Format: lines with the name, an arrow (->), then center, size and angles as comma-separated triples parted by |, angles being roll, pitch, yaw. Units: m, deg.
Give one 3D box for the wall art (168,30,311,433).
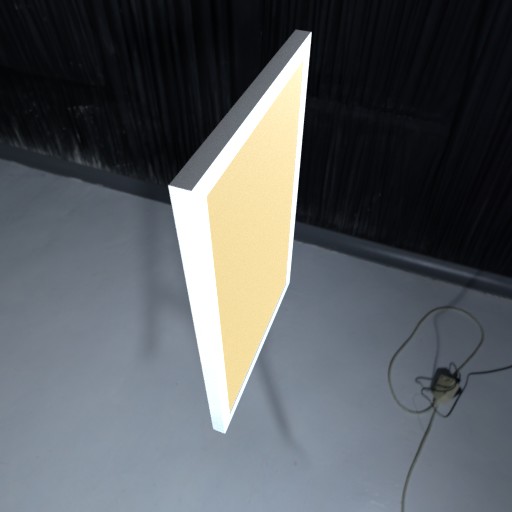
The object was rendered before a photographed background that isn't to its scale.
wall art -> 0.000, 0.000, 1.168 | 0.039, 0.915, 0.612 | 16, 50, 14
